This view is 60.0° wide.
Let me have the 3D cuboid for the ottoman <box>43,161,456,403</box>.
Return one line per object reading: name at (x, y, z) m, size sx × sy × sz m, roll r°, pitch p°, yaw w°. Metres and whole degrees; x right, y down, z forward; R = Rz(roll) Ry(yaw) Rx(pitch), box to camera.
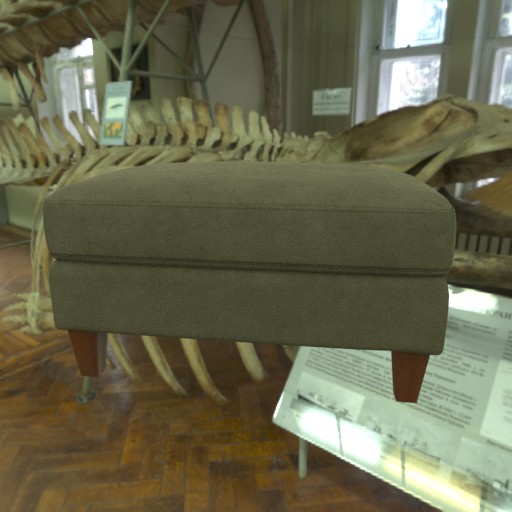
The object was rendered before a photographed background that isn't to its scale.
ottoman at (0.000, 0.000, 1.179) m, size 0.864 × 0.483 × 0.584 m, roll 2°, pitch 16°, yaw 8°
